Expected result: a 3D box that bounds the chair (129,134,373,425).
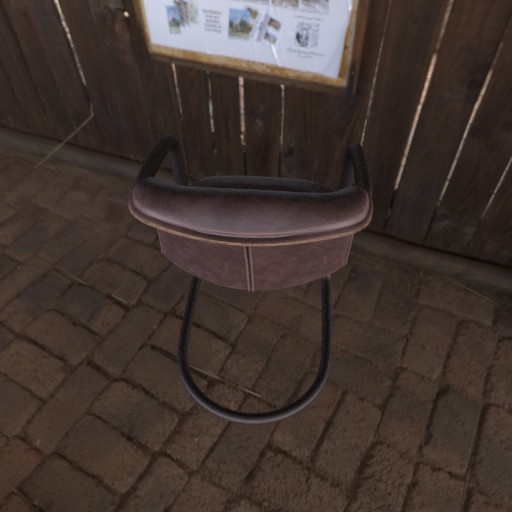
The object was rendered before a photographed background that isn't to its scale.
[{"bbox_3d":[0.000,0.000,1.273,0.536,0.836,0.664,4,48,3],"label":"chair"}]
